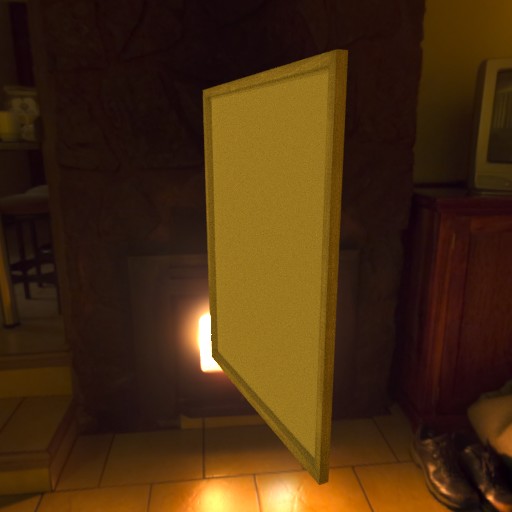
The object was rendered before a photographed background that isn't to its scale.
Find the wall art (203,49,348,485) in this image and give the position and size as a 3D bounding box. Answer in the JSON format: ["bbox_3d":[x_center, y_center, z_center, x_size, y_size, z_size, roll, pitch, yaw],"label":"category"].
[{"bbox_3d":[0.000,0.000,1.344,0.035,1.022,0.781,-7,16,-26],"label":"wall art"}]
